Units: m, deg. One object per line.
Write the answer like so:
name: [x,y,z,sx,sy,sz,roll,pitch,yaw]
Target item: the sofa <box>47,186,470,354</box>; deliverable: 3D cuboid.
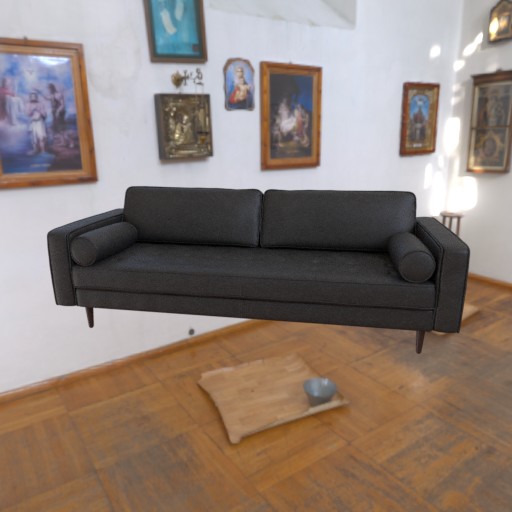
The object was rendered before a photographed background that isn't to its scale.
sofa: [0.000,0.000,2.679,2.210,0.762,0.914,3,15,10]
